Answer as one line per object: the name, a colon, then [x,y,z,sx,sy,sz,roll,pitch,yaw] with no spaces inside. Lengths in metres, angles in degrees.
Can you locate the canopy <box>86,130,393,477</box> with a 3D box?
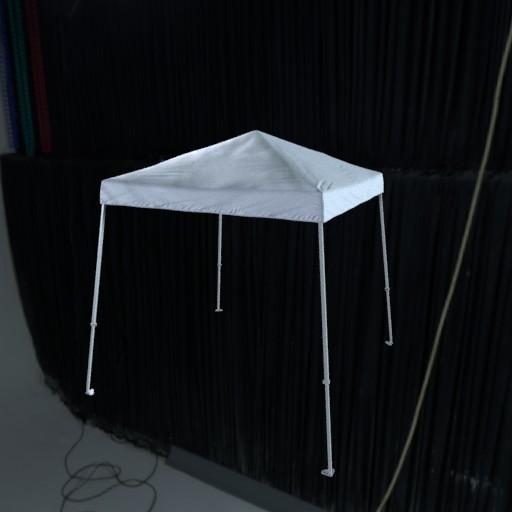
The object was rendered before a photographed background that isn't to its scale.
canopy: [0.000,0.000,6.599,3.599,3.600,3.600,7,16,26]
